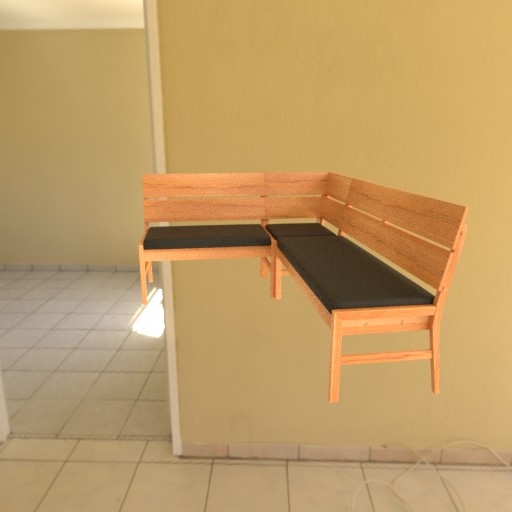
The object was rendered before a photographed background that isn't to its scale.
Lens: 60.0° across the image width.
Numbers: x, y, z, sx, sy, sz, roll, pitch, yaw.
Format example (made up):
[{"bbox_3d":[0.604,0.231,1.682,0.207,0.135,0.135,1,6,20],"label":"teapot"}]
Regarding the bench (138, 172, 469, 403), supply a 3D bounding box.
[{"bbox_3d":[0.000,0.000,2.811,1.548,0.890,1.948,-2,15,-8],"label":"bench"}]
